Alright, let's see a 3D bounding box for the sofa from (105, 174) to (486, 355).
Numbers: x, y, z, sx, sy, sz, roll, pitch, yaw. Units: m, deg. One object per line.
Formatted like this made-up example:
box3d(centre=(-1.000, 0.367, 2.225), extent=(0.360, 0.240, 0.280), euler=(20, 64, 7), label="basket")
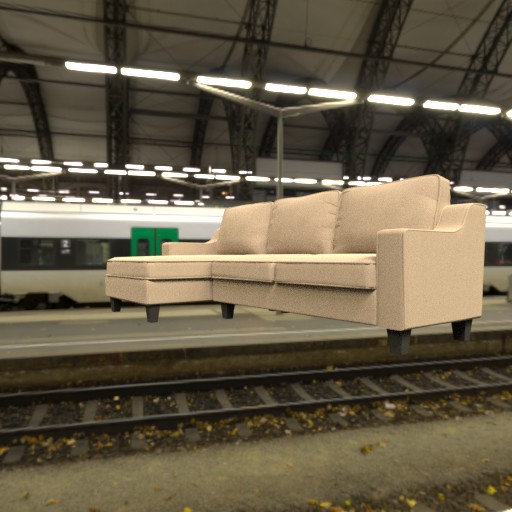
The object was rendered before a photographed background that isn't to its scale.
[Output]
box3d(centre=(0.000, 0.000, 3.095), extent=(1.294, 0.928, 2.561), euler=(0, 0, -37), label="sofa")
